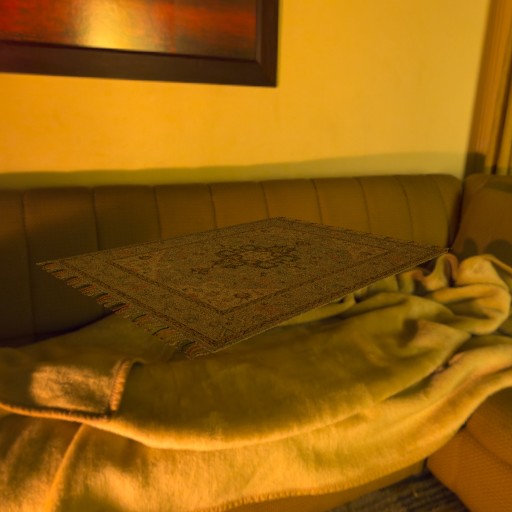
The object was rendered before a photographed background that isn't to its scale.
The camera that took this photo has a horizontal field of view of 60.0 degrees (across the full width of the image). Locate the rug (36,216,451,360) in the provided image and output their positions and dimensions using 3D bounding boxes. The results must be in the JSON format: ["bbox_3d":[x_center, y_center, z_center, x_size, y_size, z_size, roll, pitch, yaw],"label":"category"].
[{"bbox_3d":[0.000,0.000,3.472,2.651,0.010,1.971,-15,22,-42],"label":"rug"}]
